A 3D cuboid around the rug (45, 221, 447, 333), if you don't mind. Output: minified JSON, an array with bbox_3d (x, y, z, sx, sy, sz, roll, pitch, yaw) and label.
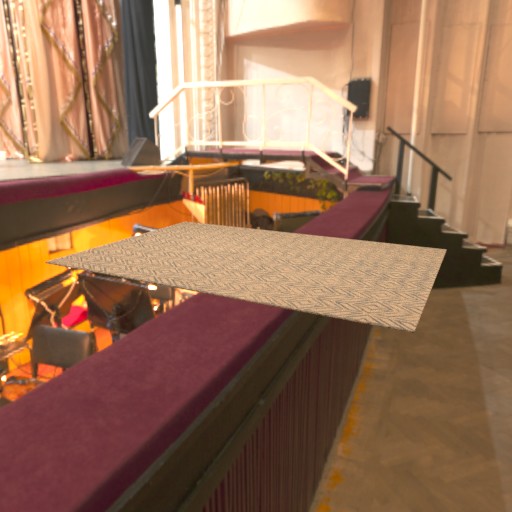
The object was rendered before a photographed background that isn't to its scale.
[{"bbox_3d":[0.000,0.000,2.412,1.824,0.008,1.220,8,17,26],"label":"rug"}]
